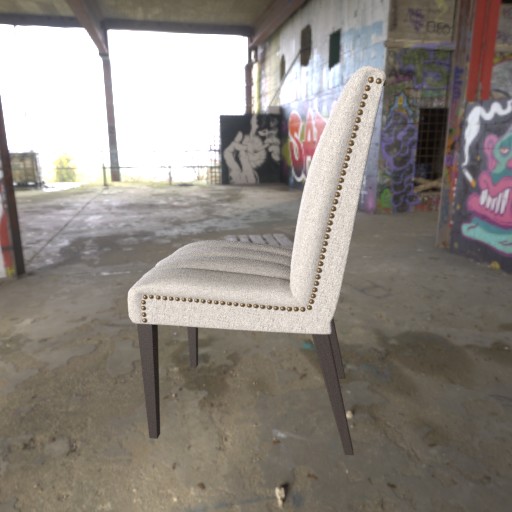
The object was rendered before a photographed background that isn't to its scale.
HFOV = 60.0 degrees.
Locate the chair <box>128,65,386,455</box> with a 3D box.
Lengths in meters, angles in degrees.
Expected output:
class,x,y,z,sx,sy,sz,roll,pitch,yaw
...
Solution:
class,x,y,z,sx,sy,sz,roll,pitch,yaw
chair,0.000,0.000,1.357,0.647,1.016,0.511,2,14,8
